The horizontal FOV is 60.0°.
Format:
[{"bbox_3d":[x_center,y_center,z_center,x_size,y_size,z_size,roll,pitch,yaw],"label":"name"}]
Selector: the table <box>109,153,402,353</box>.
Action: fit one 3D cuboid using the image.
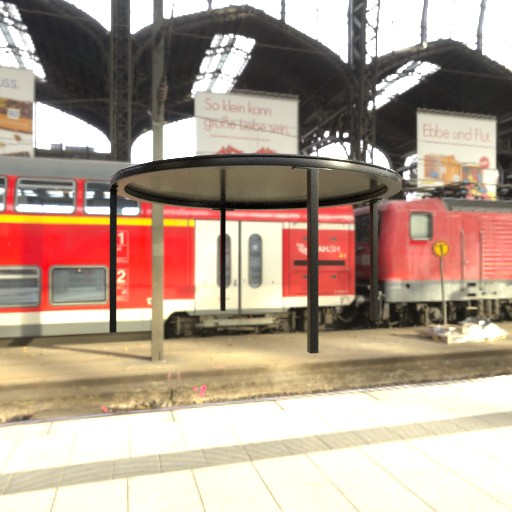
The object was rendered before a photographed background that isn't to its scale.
[{"bbox_3d":[0.000,0.000,1.276,0.800,0.400,0.800,0,-1,0],"label":"table"}]
